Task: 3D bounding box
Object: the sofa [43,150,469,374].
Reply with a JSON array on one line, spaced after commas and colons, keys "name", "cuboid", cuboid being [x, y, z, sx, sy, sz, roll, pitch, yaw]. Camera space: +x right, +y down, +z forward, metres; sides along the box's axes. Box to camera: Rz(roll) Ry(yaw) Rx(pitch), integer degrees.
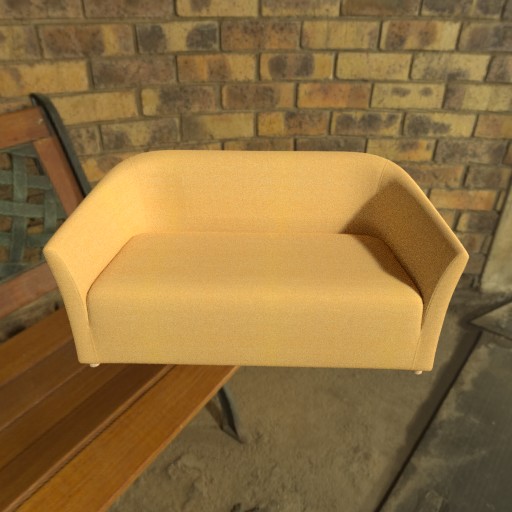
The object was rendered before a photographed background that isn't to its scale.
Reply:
[{"name": "sofa", "cuboid": [0.000, 0.000, 1.900, 1.452, 0.721, 0.705, 1, 30, 2]}]
